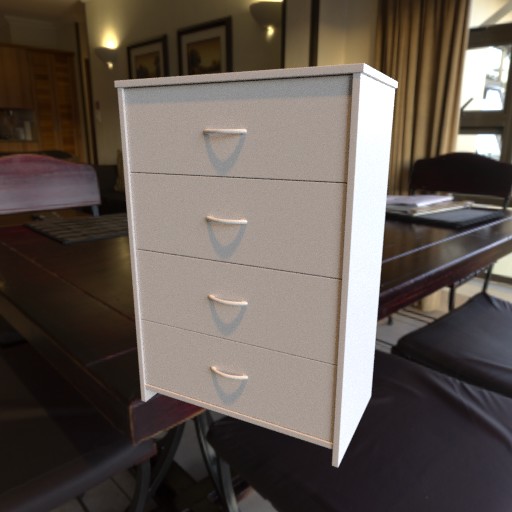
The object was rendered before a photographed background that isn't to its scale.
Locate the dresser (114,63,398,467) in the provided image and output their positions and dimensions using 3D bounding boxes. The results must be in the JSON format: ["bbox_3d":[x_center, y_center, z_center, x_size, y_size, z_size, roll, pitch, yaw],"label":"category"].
[{"bbox_3d":[0.000,0.000,1.383,0.704,1.021,0.401,8,17,26],"label":"dresser"}]
